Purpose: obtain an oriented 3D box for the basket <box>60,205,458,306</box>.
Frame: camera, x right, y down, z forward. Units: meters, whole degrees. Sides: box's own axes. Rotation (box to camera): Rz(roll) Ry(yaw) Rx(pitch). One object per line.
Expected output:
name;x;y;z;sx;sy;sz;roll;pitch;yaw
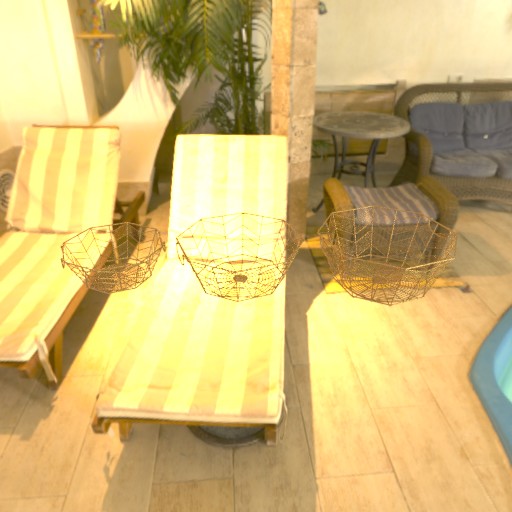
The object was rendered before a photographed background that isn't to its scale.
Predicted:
basket;0.000;0.000;1.426;1.245;0.178;0.432;1;29;1
